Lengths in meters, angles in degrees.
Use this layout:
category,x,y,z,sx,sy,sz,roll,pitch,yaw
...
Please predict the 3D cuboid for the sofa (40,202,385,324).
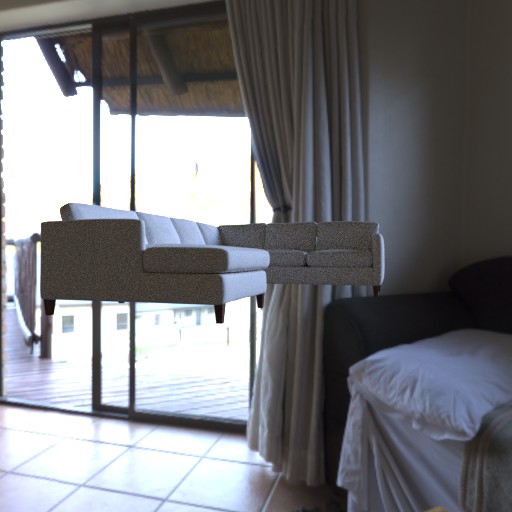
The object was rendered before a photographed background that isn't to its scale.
category,x,y,z,sx,sy,sz,roll,pitch,yaw
sofa,0.000,0.000,4.765,2.593,0.956,3.459,0,0,17
